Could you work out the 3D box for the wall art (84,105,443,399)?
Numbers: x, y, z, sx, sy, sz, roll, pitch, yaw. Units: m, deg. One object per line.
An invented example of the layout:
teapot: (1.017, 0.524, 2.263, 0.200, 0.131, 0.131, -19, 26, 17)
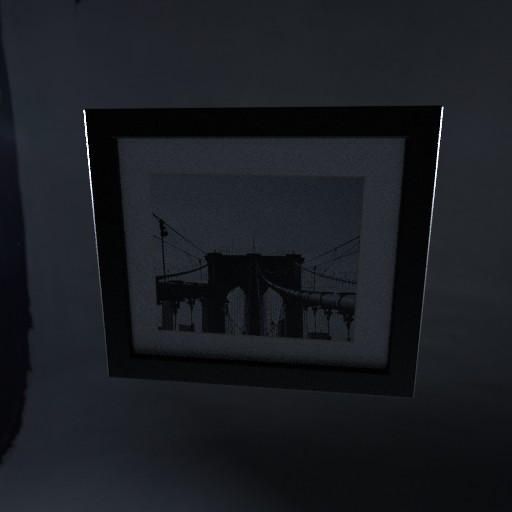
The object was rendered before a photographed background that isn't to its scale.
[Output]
wall art: (0.000, 0.000, 0.521, 0.380, 0.330, 0.028, 2, 15, 7)
